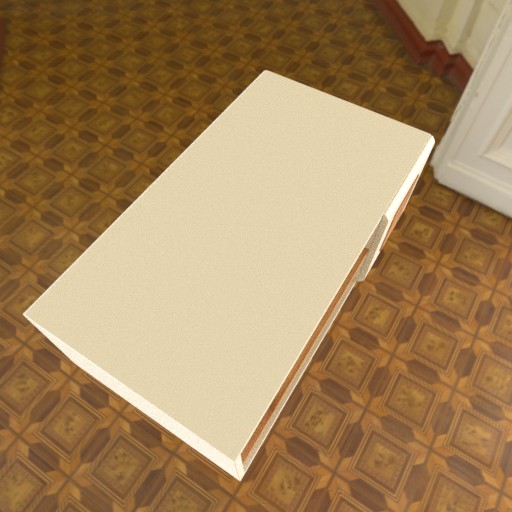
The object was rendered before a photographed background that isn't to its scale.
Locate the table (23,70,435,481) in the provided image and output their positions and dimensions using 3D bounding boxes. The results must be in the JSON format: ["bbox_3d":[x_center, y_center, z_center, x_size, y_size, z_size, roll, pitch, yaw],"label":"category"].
[{"bbox_3d":[0.000,0.000,1.395,0.639,0.442,1.097,28,62,16],"label":"table"}]
